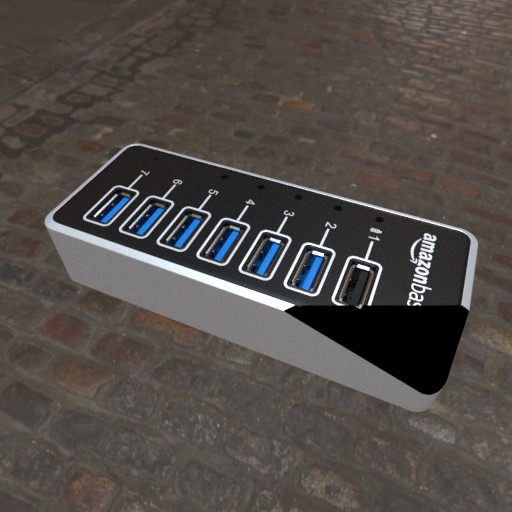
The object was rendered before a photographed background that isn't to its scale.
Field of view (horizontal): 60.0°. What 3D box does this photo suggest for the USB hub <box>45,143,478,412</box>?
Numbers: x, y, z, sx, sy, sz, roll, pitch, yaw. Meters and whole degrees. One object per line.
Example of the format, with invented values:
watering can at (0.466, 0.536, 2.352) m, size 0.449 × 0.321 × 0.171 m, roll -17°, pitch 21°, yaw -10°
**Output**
USB hub at (0.000, 0.000, 0.126) m, size 0.110 × 0.023 × 0.044 m, roll 18°, pitch 50°, yaw 16°
